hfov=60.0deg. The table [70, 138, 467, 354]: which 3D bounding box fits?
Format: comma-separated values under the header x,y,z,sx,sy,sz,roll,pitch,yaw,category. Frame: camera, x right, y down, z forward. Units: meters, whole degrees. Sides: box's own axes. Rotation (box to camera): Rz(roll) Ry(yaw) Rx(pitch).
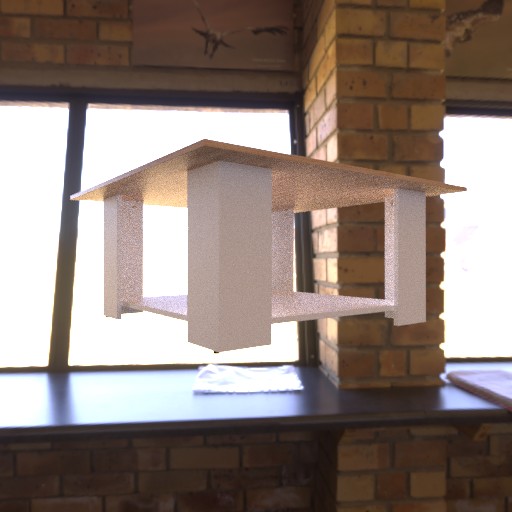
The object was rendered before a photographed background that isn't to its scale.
x,y,z,sx,sy,sz,roll,pitch,yaw,category
0.000,0.000,1.050,0.670,0.305,0.670,0,0,-37,table
